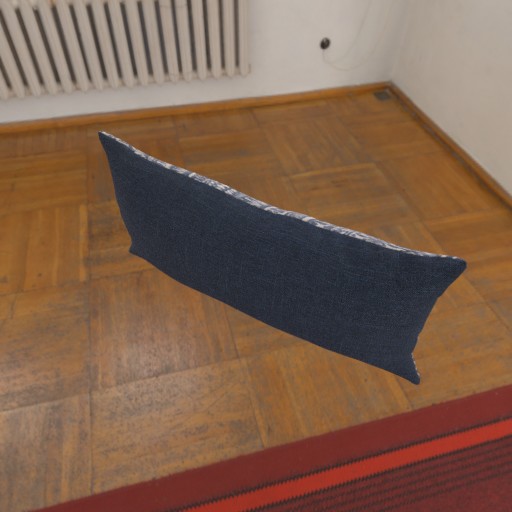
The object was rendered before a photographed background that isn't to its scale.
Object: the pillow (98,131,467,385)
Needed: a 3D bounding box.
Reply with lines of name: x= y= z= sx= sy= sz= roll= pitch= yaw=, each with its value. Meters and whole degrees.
pillow: x=0.000 y=0.000 z=0.748 sx=0.631 sy=0.292 sz=0.148 roll=22 pitch=50 yaw=20
